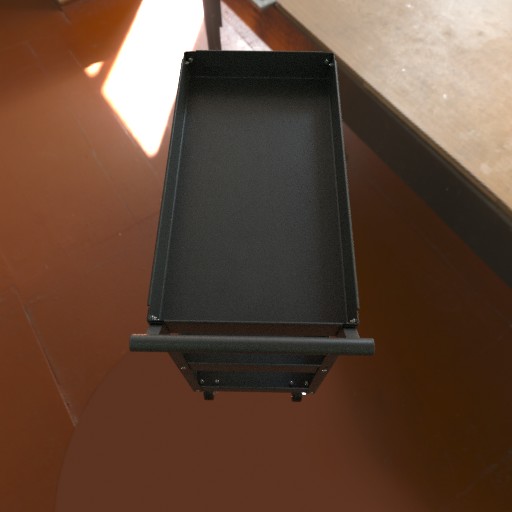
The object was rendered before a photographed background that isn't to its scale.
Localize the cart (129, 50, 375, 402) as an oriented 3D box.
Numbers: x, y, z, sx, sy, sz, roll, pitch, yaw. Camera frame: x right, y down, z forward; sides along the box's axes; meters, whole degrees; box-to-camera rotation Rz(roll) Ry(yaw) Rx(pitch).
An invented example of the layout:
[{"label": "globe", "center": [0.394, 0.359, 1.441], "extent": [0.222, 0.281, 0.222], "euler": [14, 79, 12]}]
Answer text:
[{"label": "cart", "center": [0.000, 0.000, 1.165], "extent": [0.366, 0.780, 0.719], "euler": [1, 63, 0]}]
